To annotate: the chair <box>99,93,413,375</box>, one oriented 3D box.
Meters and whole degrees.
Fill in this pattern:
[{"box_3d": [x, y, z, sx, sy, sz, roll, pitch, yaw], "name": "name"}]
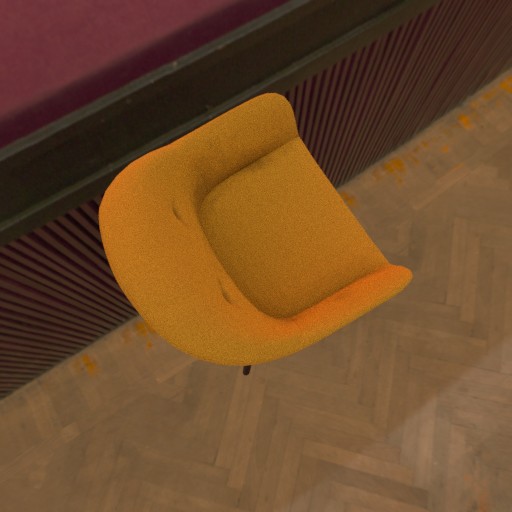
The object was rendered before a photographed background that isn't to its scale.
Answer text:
[{"box_3d": [0.000, 0.000, 1.161, 0.565, 0.775, 0.545, -30, 77, -8], "name": "chair"}]
